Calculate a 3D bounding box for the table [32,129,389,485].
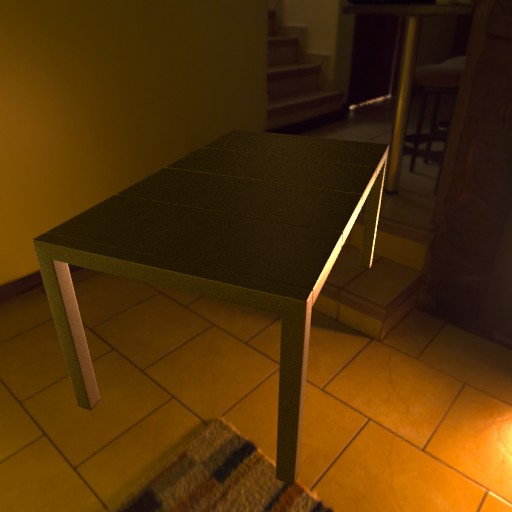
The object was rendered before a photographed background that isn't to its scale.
[{"bbox_3d":[0.000,0.000,1.276,0.559,0.460,0.965,11,31,19],"label":"table"}]
